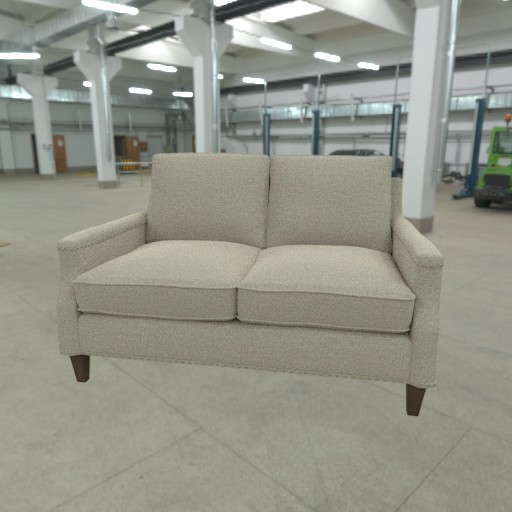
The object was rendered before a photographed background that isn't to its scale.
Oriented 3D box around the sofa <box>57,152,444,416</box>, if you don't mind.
[{"bbox_3d":[0.000,0.000,2.233,1.597,1.003,1.084,3,14,10],"label":"sofa"}]
